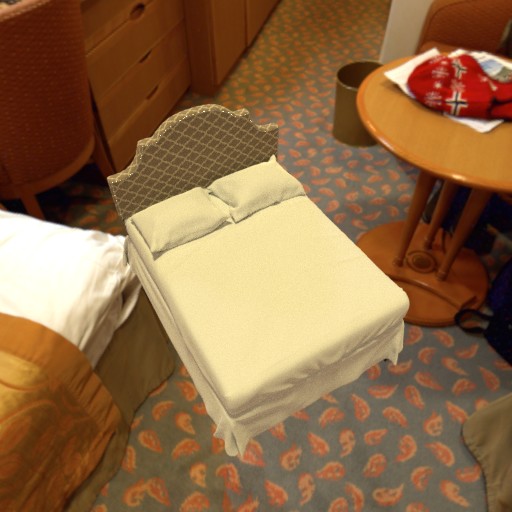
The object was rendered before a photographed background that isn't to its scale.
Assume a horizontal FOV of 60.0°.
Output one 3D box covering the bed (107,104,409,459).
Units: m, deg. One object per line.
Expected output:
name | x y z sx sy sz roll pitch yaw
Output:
bed | 0.000 0.000 3.538 1.780 1.633 2.222 -24 53 -20
